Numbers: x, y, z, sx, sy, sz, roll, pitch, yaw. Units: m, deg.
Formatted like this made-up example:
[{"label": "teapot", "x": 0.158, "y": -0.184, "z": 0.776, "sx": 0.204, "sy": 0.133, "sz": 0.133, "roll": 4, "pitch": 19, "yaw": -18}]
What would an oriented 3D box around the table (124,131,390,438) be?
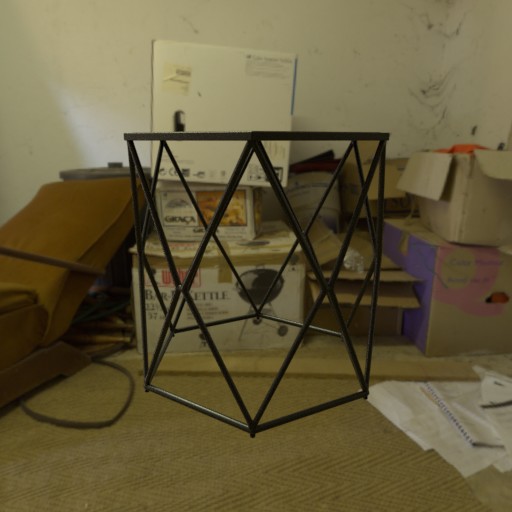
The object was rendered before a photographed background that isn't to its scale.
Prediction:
[{"label": "table", "x": 0.000, "y": 0.000, "z": 1.057, "sx": 0.578, "sy": 0.564, "sz": 0.579, "roll": -8, "pitch": 17, "yaw": -27}]
